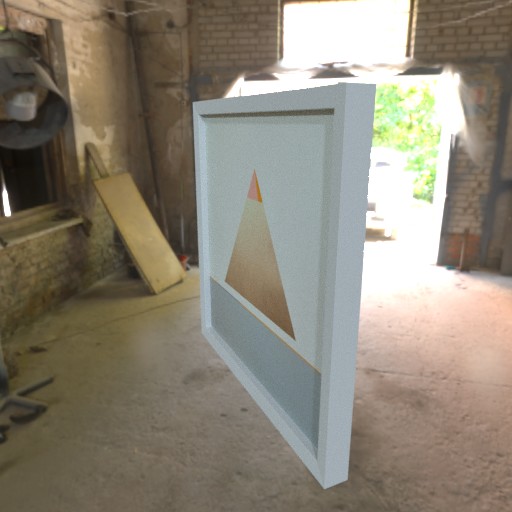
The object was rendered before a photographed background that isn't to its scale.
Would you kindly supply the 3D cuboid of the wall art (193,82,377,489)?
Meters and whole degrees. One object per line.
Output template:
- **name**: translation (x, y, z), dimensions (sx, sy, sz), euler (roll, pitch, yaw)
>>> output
- **wall art**: translation (0.000, 0.000, 1.896), dimensions (0.098, 1.291, 1.289), euler (-8, 18, -24)
